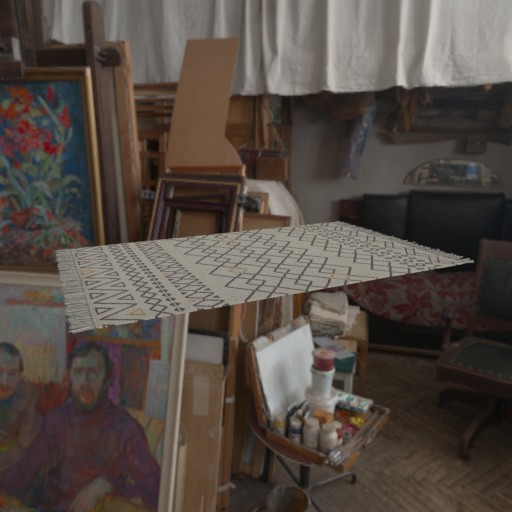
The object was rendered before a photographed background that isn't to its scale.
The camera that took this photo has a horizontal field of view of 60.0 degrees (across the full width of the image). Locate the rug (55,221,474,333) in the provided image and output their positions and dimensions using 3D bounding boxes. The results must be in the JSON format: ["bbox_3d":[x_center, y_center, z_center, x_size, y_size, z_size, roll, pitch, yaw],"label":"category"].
[{"bbox_3d":[0.000,0.000,3.014,2.472,0.035,1.495,-7,17,-25],"label":"rug"}]
